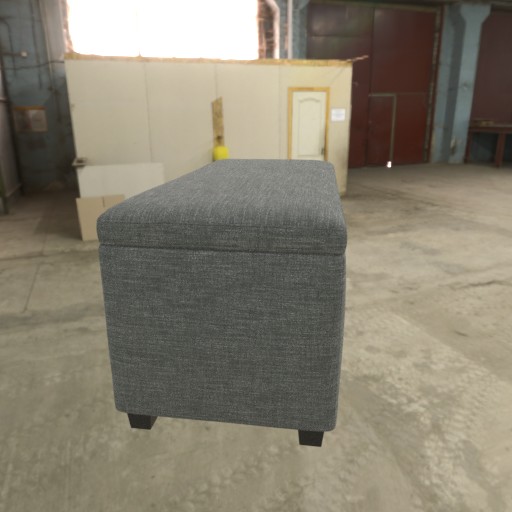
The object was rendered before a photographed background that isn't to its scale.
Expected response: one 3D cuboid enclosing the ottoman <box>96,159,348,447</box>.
[{"bbox_3d":[0.000,0.000,1.142,0.419,0.432,0.902,2,18,8],"label":"ottoman"}]
